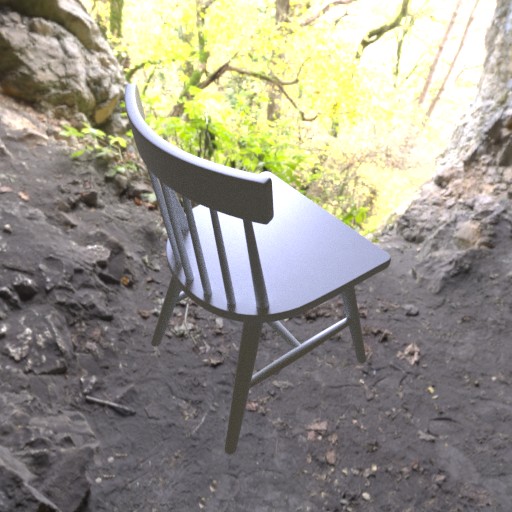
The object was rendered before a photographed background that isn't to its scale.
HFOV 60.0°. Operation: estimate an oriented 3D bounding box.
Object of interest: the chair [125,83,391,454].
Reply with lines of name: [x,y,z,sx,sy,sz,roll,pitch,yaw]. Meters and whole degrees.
chair: [0.000,0.000,1.108,0.500,0.787,0.483,-26,48,-26]
